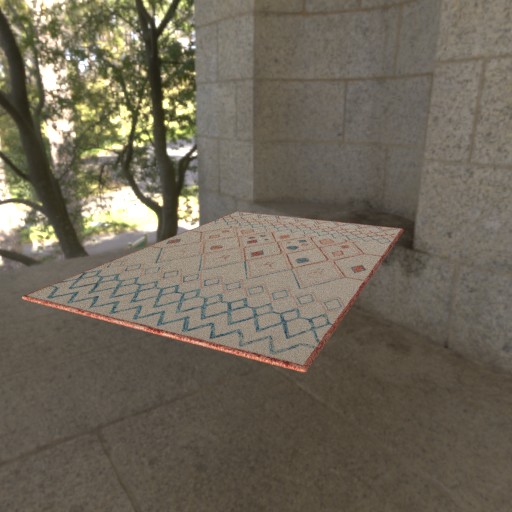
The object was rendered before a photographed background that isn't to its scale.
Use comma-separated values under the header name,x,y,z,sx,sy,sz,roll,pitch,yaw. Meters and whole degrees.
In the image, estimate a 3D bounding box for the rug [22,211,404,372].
name,x,y,z,sx,sy,sz,roll,pitch,yaw
rug,0.000,0.000,2.320,1.219,0.016,1.829,9,20,25
